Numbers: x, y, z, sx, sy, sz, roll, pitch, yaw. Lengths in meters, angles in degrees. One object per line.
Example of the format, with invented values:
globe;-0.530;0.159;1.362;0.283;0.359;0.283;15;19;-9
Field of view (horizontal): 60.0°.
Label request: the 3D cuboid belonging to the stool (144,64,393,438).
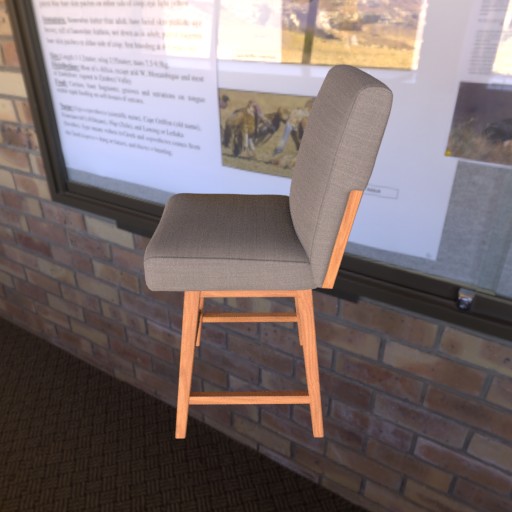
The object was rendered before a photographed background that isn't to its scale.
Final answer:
stool;0.000;0.000;1.311;0.570;1.019;0.459;0;29;0
